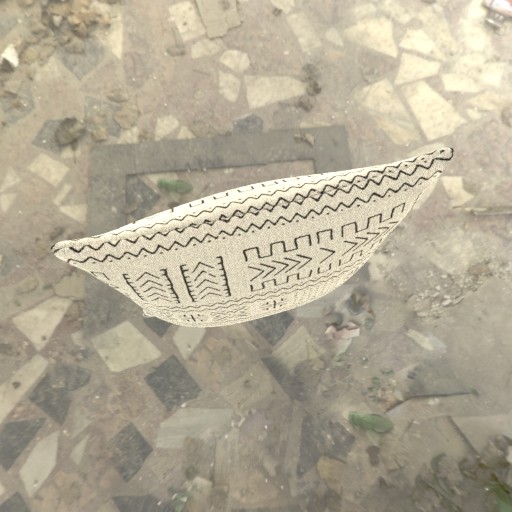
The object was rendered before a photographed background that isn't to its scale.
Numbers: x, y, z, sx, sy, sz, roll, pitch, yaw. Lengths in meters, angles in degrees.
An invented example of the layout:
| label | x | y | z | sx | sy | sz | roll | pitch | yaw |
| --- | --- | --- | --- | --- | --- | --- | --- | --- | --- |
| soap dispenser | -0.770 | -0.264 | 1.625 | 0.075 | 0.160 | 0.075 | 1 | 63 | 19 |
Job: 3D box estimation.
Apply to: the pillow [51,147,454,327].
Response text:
| label | x | y | z | sx | sy | sz | roll | pitch | yaw |
| --- | --- | --- | --- | --- | --- | --- | --- | --- | --- |
| pillow | 0.000 | 0.000 | 0.656 | 0.438 | 0.430 | 0.164 | -14 | 75 | -4 |
